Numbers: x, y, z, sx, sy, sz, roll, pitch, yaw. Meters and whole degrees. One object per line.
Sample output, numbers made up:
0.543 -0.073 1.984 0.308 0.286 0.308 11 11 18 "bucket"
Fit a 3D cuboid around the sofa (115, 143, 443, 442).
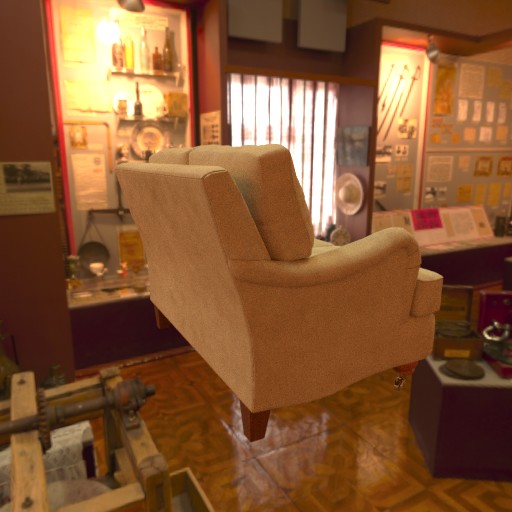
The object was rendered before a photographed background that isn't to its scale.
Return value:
0.000 0.000 2.246 1.086 1.087 1.498 -6 14 -27 "sofa"
